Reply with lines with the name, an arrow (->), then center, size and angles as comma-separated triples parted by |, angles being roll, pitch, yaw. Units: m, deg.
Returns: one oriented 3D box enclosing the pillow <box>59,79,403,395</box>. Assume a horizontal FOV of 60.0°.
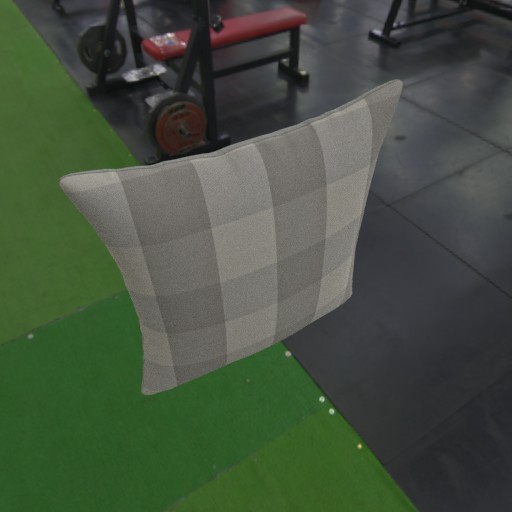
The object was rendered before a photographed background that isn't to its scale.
pillow -> 0.000, 0.000, 0.766 | 0.511, 0.509, 0.161 | -22, 50, -20
